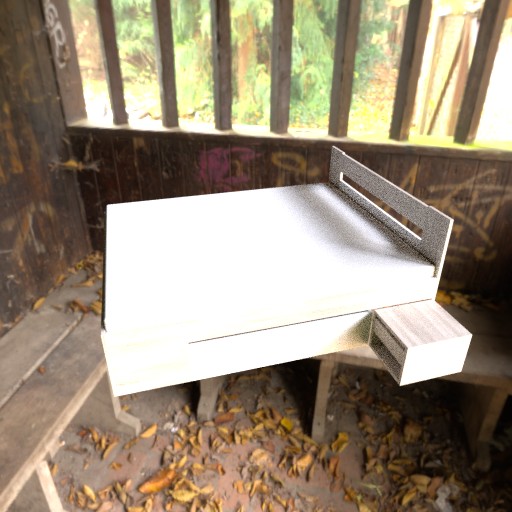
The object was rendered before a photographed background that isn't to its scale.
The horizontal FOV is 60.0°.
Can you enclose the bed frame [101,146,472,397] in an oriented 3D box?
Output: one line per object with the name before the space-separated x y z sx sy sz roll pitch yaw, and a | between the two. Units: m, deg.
bed frame | 0.000 0.000 3.105 2.050 0.860 2.040 -8 30 -14
